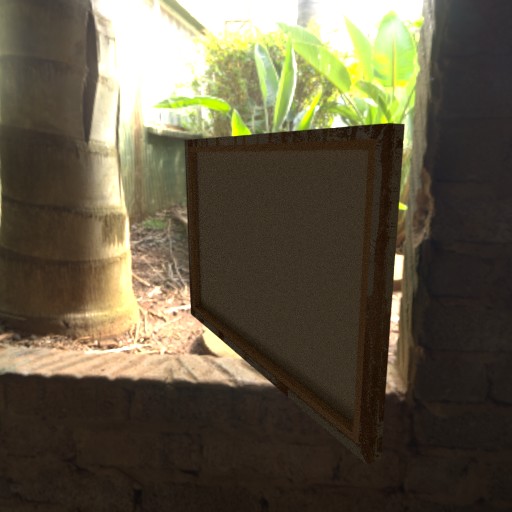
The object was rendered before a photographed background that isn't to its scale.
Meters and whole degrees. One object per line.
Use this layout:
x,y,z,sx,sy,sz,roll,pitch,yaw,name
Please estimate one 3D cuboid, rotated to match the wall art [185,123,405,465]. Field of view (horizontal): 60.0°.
0.000,0.000,1.152,0.035,0.609,0.914,-7,15,-28,wall art
